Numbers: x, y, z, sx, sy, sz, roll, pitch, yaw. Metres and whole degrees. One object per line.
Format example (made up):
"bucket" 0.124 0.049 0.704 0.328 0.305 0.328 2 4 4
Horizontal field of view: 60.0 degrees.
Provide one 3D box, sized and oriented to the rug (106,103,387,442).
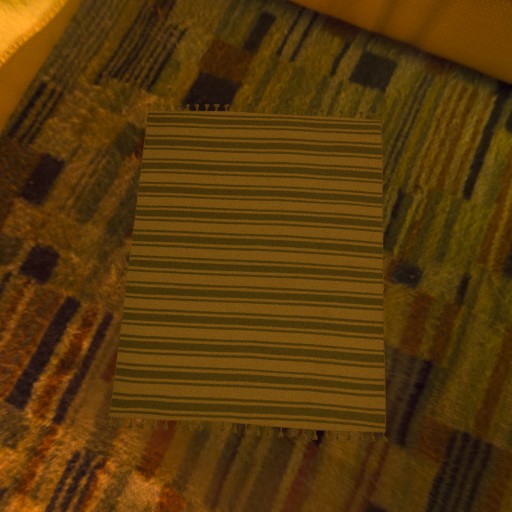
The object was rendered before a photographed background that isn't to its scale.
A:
"rug" 0.000 0.000 4.206 2.439 0.005 3.201 3 76 1
